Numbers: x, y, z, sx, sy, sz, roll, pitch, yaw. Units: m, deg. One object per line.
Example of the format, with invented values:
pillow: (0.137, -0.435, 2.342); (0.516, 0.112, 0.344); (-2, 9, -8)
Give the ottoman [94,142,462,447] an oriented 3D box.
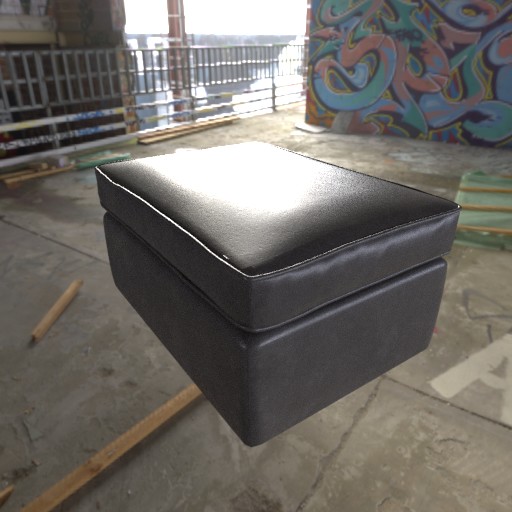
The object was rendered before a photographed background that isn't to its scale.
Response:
ottoman: (0.000, 0.000, 1.123); (0.554, 0.445, 0.756); (-17, 31, -31)
